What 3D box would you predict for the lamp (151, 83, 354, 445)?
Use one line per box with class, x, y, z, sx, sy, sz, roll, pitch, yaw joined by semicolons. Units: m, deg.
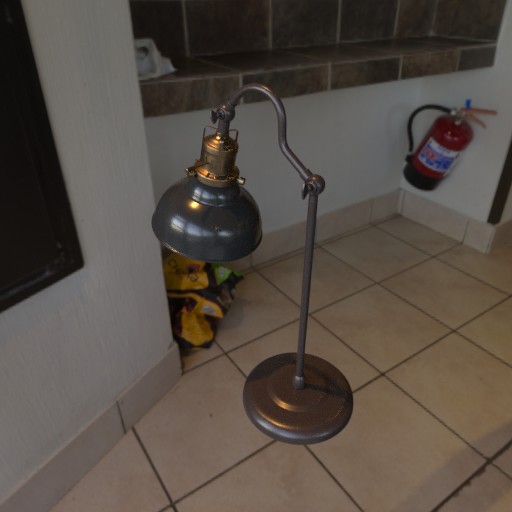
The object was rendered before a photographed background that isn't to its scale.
lamp;0.000;0.000;0.689;0.374;0.508;0.192;21;37;31
